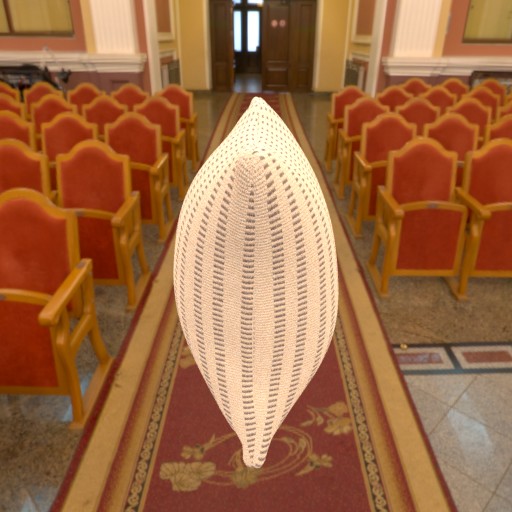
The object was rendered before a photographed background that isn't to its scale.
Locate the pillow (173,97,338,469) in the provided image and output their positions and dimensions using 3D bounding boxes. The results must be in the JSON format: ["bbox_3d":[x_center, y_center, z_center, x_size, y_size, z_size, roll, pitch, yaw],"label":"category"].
[{"bbox_3d":[0.000,0.000,0.684,0.247,0.419,0.438,1,27,1],"label":"pillow"}]
